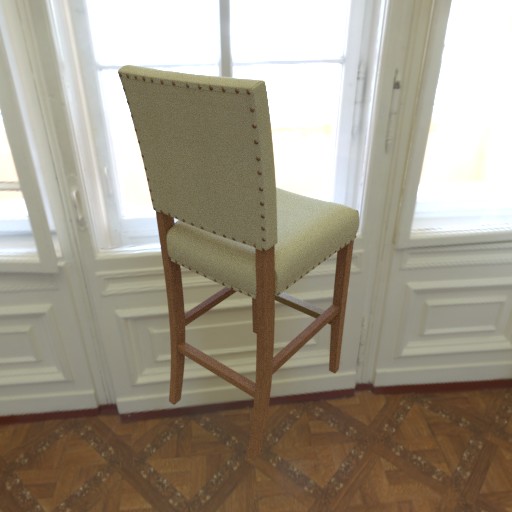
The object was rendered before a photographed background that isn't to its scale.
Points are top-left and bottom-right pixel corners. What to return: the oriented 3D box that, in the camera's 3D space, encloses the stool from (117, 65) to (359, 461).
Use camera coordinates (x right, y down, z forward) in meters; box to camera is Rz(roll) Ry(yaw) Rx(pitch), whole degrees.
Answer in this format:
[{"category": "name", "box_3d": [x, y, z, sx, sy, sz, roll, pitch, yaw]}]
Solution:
[{"category": "stool", "box_3d": [0.000, 0.000, 1.449, 0.445, 1.168, 0.584, 21, 36, 33]}]
